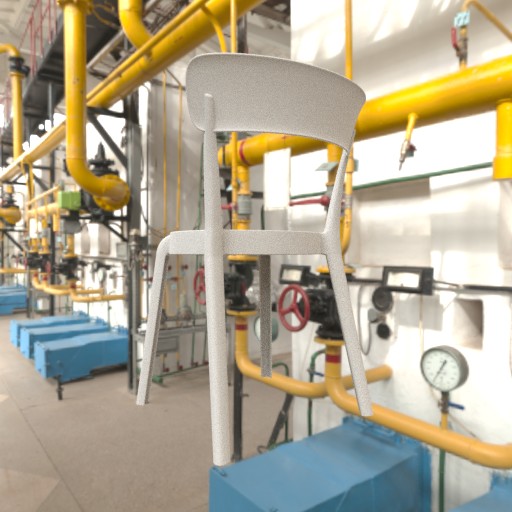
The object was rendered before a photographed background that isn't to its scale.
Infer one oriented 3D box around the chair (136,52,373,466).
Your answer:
[{"bbox_3d":[0.000,0.000,1.121,0.506,0.790,0.491,-1,1,-36],"label":"chair"}]
